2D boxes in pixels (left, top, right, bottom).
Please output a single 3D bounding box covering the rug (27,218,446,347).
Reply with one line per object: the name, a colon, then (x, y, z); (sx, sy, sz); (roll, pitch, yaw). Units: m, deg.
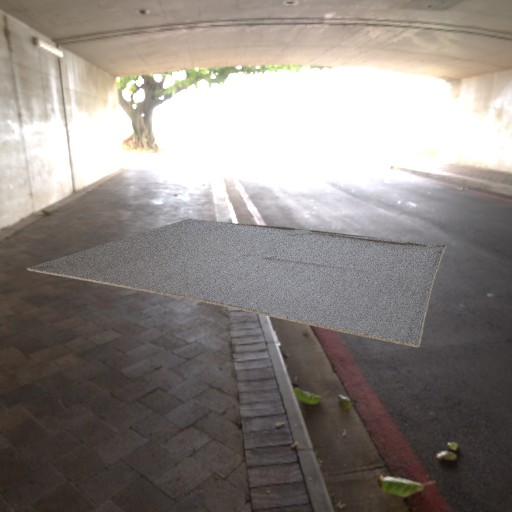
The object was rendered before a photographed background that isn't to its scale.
rug: (0.000, 0.000, 4.930); (3.778, 0.053, 2.873); (8, 18, 25)
